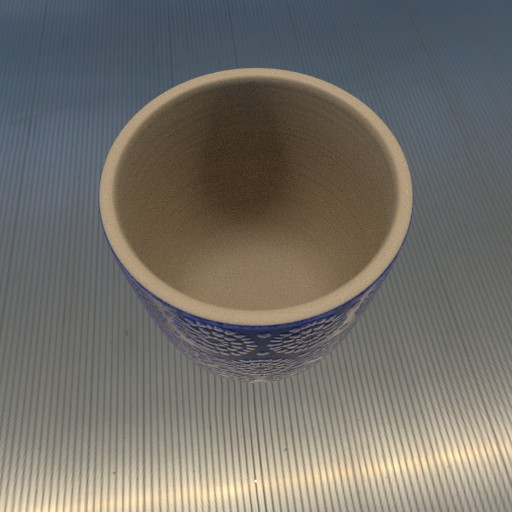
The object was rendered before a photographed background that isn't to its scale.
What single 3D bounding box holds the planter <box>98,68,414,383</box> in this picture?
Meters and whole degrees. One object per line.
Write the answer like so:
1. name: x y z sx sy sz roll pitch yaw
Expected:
1. planter: 0.000 0.000 0.347 0.184 0.206 0.184 0 63 0
